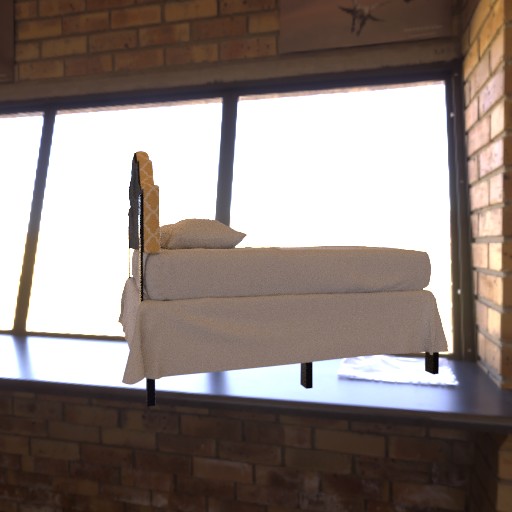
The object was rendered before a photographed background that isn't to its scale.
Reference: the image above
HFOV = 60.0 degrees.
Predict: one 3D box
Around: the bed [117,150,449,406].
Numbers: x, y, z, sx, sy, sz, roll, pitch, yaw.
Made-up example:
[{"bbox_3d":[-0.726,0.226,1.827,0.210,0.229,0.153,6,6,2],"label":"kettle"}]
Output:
[{"bbox_3d":[0.000,0.000,3.728,2.222,1.601,2.314,-1,2,-18],"label":"bed"}]
